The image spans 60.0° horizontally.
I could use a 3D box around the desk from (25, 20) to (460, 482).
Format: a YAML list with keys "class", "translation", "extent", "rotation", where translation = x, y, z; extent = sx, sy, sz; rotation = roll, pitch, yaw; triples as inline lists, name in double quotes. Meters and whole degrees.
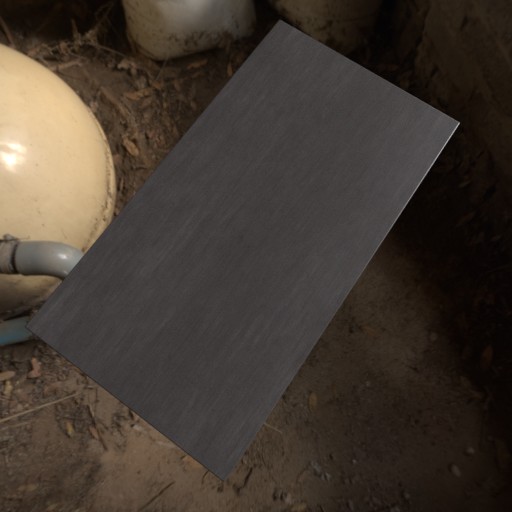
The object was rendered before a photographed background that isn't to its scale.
- class: "desk"
  translation: [0.000, 0.000, 1.507]
  extent: [0.600, 0.750, 1.100]
  rotation: [34, 78, 9]
